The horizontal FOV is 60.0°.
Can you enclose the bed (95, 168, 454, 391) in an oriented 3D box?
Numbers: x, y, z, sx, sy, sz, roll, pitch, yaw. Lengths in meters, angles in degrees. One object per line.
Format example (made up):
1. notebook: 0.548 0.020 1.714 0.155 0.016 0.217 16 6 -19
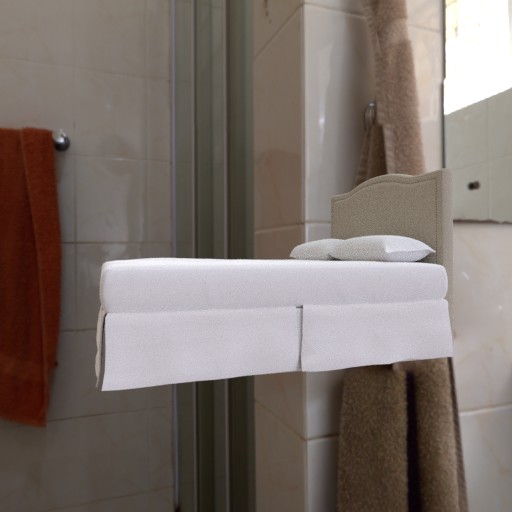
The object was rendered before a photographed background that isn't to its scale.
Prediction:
1. bed: 0.000 0.000 3.636 2.477 1.437 1.977 0 0 -19
